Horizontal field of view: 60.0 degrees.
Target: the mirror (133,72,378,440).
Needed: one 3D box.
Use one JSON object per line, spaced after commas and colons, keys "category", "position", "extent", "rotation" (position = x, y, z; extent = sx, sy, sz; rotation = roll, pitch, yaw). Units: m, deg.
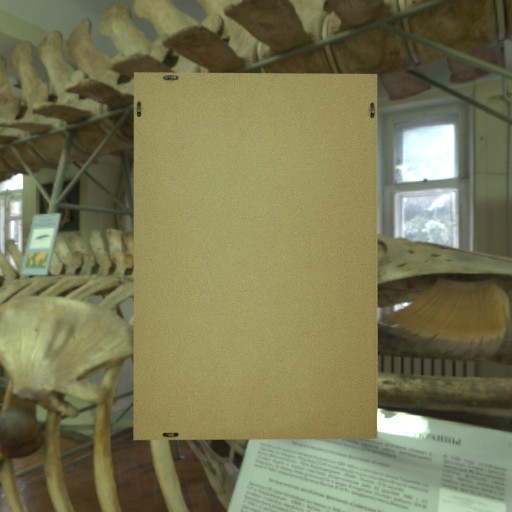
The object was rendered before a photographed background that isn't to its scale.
{"category": "mirror", "position": [0.000, 0.000, 1.123], "extent": [0.609, 0.915, 0.041], "rotation": [0, 0, -1]}
